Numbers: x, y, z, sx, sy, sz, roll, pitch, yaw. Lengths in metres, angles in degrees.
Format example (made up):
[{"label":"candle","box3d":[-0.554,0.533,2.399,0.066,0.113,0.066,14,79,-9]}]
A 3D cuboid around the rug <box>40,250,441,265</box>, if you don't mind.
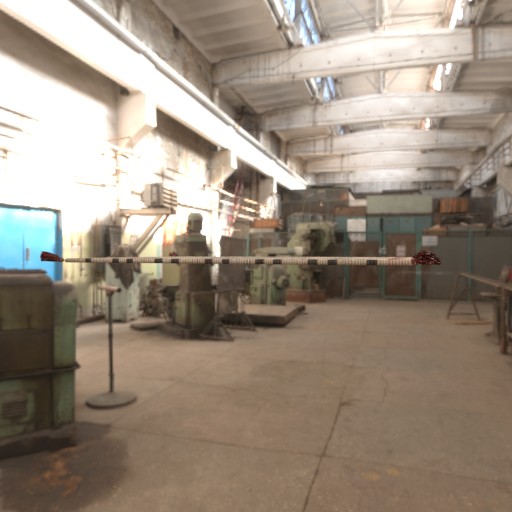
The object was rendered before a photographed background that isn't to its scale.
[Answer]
[{"label":"rug","box3d":[0.000,0.000,2.724,2.069,0.067,1.444,0,0,20]}]
